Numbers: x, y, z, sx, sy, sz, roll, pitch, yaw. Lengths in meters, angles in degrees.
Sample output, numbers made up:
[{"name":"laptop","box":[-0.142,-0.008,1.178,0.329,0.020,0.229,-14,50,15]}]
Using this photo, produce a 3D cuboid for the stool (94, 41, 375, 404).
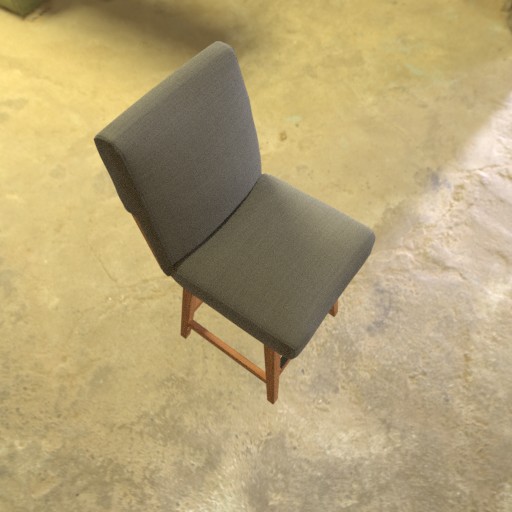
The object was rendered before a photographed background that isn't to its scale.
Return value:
[{"name":"stool","box":[0.000,0.000,1.355,0.570,1.019,0.459,32,64,18]}]
